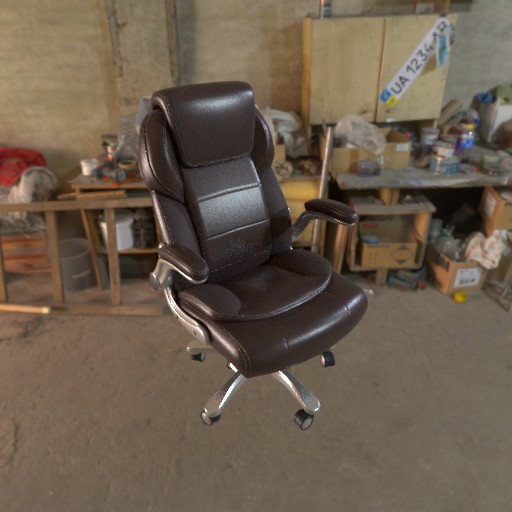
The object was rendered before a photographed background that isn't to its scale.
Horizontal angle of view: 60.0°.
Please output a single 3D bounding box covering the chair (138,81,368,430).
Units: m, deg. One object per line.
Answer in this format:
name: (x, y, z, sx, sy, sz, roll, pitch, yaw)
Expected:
chair: (0.000, 0.000, 1.679, 0.733, 1.160, 0.774, -20, 35, -32)
